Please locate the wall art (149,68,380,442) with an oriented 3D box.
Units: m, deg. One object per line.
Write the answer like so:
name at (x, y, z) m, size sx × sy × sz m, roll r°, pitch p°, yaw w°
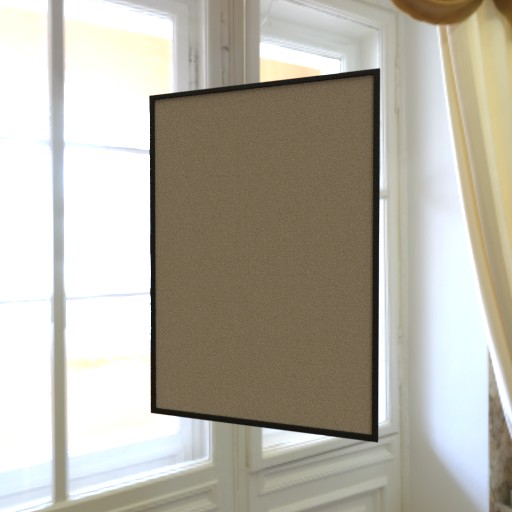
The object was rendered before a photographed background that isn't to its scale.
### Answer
wall art at (0.000, 0.000, 0.857) m, size 0.460 × 0.660 × 0.013 m, roll 0°, pitch 1°, yaw 18°
